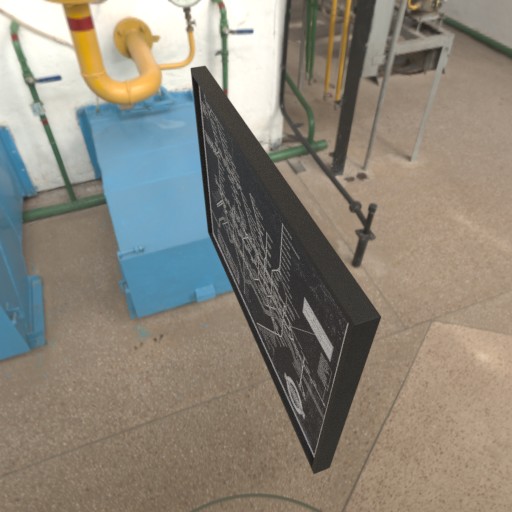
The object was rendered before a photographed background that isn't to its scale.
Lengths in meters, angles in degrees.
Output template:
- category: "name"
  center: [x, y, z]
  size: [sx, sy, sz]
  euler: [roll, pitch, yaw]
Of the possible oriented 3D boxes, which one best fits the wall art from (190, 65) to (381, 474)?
- category: "wall art"
  center: [0.000, 0.000, 0.559]
  size: [0.021, 0.301, 0.443]
  euler: [-15, 48, -14]
